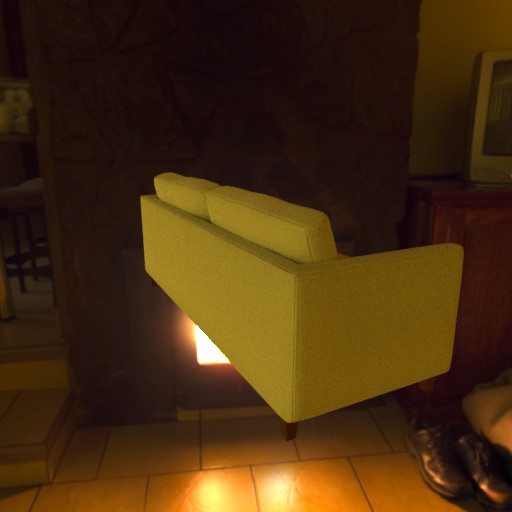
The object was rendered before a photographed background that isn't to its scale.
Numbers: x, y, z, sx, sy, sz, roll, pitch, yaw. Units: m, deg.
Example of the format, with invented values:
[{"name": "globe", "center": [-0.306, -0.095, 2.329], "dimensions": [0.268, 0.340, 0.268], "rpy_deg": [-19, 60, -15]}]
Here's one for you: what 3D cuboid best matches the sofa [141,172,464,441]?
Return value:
[{"name": "sofa", "center": [0.000, 0.000, 2.898], "dimensions": [0.948, 0.965, 2.434], "rpy_deg": [-8, 17, -26]}]
